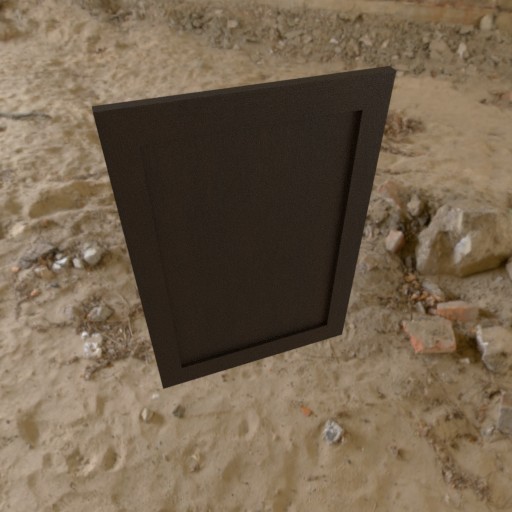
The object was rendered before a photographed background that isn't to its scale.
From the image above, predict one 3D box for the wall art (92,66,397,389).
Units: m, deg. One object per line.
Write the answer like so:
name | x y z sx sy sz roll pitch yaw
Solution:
wall art | 0.000 0.000 0.672 0.359 0.513 0.017 -14 43 -15
